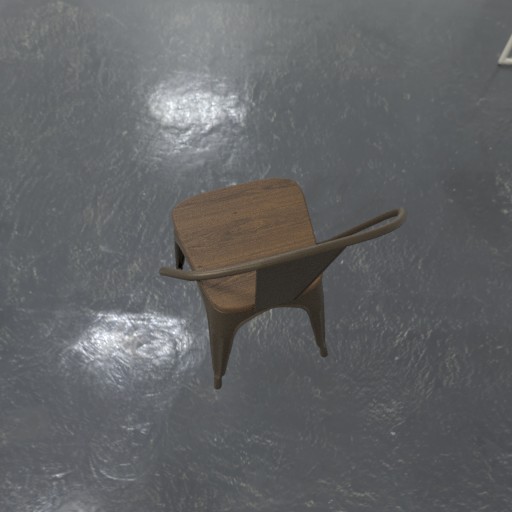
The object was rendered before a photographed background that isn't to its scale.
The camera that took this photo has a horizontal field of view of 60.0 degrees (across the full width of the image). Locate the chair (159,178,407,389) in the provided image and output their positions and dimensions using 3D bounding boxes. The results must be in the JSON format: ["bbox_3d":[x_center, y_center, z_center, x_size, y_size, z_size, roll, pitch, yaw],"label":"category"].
[{"bbox_3d":[0.000,0.000,1.148,0.451,0.844,0.532,-14,60,-9],"label":"chair"}]
